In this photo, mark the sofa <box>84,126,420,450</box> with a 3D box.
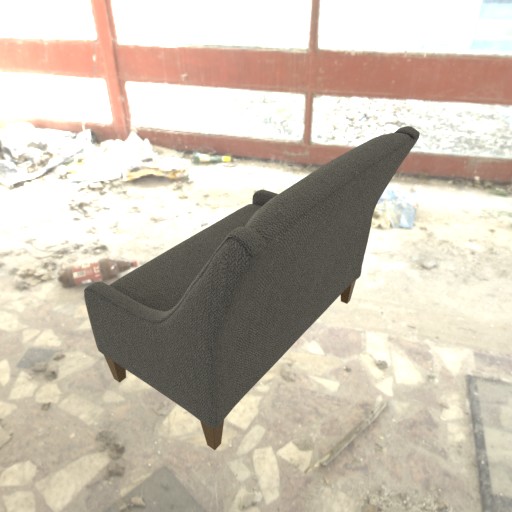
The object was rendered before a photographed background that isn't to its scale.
[{"bbox_3d":[0.000,0.000,1.965,0.873,1.022,1.242,22,38,30],"label":"sofa"}]
